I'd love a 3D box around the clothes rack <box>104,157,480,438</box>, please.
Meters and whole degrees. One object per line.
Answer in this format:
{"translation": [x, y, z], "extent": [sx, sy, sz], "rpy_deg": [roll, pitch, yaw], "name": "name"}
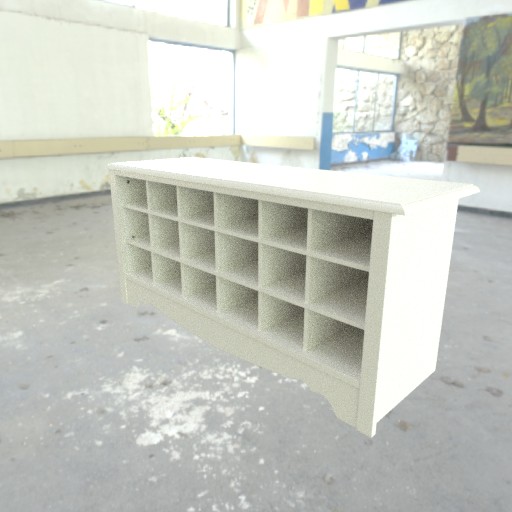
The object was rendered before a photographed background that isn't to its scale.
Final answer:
{"translation": [0.000, 0.000, 1.488], "extent": [1.218, 0.558, 0.405], "rpy_deg": [16, 24, 42], "name": "clothes rack"}
